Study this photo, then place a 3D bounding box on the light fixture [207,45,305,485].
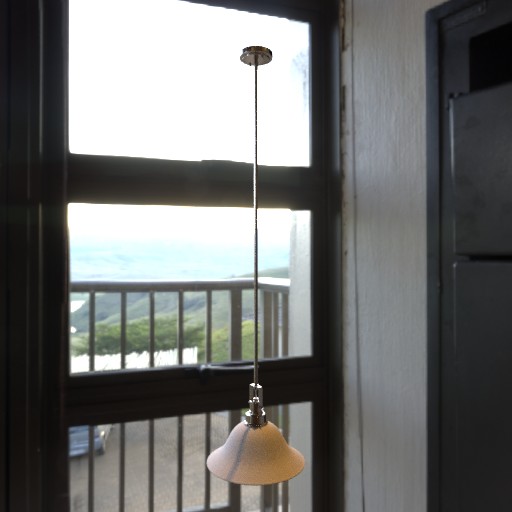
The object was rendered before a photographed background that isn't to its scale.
[{"bbox_3d":[0.000,0.000,1.472,0.324,1.354,0.324,0,-1,-34],"label":"light fixture"}]
